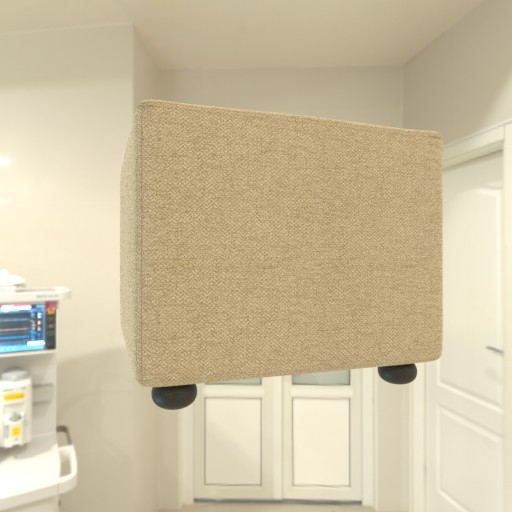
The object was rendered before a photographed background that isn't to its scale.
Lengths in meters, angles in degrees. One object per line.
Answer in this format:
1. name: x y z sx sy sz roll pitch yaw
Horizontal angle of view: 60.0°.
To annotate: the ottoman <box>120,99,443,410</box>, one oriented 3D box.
1. ottoman: 0.000 0.000 0.879 0.508 0.432 0.508 0 0 -19
